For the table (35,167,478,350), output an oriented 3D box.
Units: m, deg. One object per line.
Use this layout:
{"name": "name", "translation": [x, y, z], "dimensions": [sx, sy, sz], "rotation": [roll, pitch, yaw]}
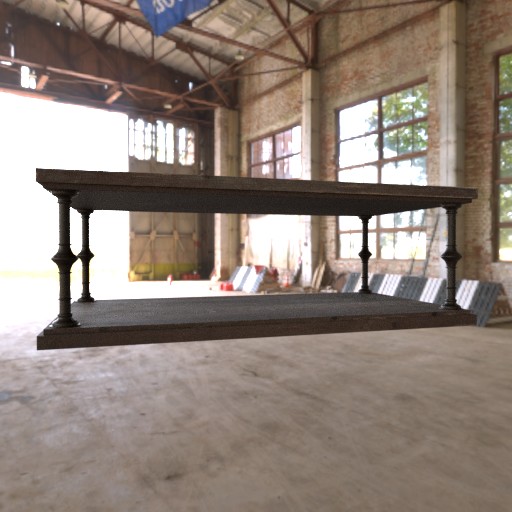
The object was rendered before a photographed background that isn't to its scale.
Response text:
{"name": "table", "translation": [0.000, 0.000, 1.317], "dimensions": [1.088, 0.373, 0.554], "rotation": [0, 1, -16]}
